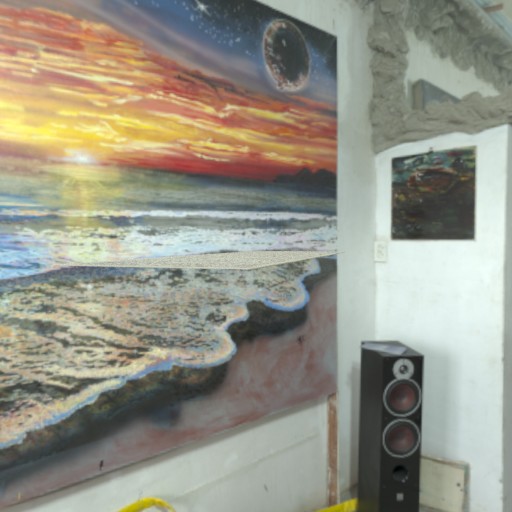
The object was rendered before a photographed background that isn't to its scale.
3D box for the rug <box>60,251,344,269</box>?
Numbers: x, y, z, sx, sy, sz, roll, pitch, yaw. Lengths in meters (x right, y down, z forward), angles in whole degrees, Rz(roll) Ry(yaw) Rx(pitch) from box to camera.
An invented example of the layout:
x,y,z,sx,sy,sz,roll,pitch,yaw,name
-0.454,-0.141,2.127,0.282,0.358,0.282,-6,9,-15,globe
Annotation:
x,y,z,sx,sy,sz,roll,pitch,yaw,name
0.000,0.000,2.724,0.806,0.006,2.431,1,2,18,rug
